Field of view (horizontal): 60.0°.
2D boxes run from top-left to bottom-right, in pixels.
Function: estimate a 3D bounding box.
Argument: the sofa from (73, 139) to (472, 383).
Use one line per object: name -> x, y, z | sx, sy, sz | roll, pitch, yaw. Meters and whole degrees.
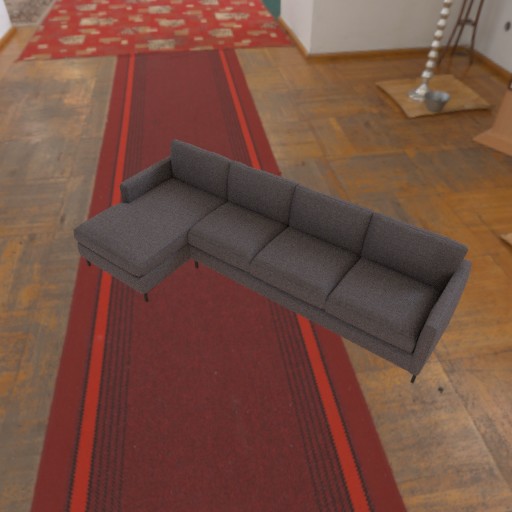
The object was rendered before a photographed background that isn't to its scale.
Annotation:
sofa -> 0.000, 0.000, 3.286 | 2.731, 0.754, 1.258 | 25, 47, 26
